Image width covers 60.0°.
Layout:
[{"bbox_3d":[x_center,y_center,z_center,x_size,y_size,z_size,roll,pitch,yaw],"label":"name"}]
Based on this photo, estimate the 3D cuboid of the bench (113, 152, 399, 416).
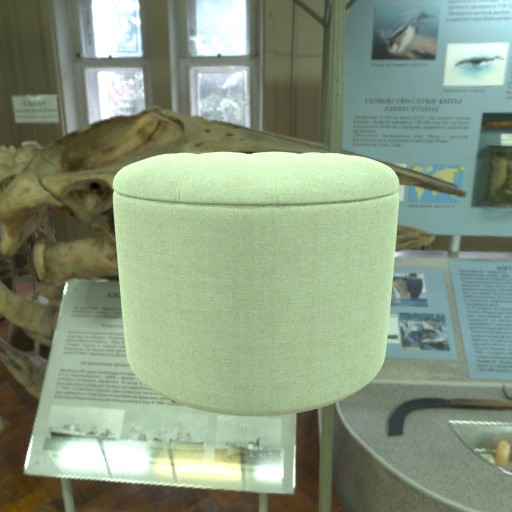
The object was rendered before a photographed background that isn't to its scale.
[{"bbox_3d":[0.000,0.000,1.008,0.600,0.453,0.600,0,15,0],"label":"bench"}]
